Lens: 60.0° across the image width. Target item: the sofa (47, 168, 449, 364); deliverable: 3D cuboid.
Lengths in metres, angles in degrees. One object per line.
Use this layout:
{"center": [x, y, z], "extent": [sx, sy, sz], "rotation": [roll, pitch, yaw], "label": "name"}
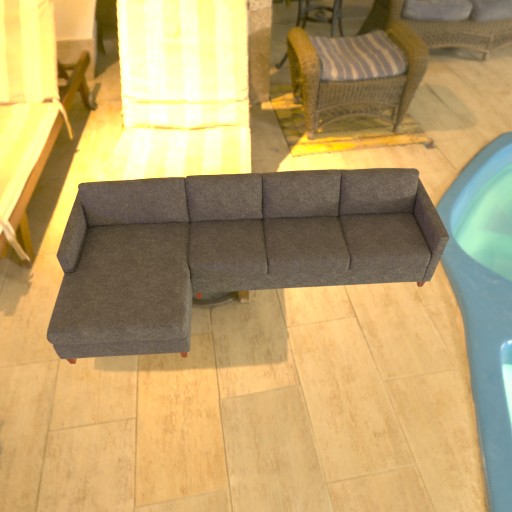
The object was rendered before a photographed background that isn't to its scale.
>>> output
{"center": [0.000, 0.000, 4.143], "extent": [3.471, 0.954, 1.606], "rotation": [-3, 47, -3], "label": "sofa"}
